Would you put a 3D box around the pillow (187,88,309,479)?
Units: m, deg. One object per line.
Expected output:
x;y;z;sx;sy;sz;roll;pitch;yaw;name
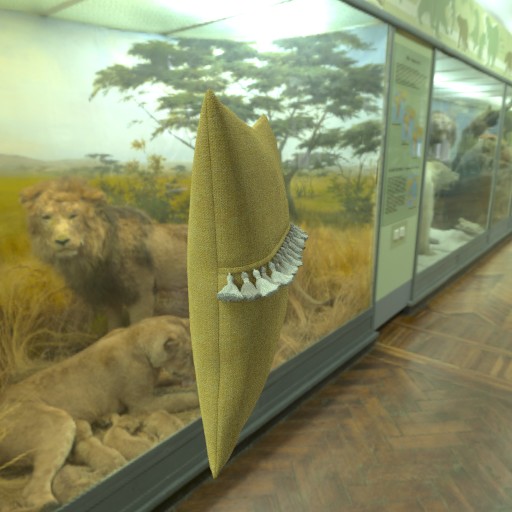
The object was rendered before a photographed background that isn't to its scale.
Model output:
0.000;0.000;0.744;0.167;0.481;0.485;2;15;8;pillow
